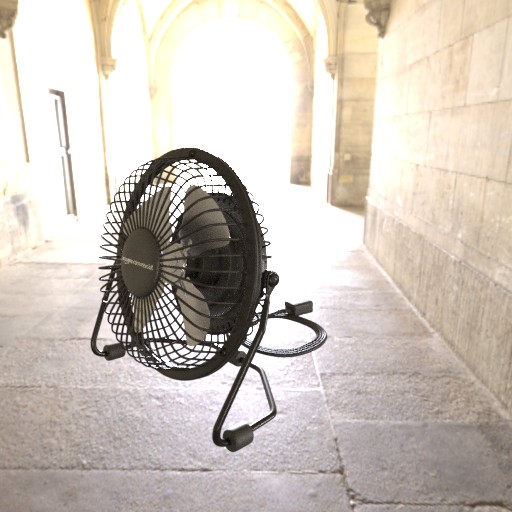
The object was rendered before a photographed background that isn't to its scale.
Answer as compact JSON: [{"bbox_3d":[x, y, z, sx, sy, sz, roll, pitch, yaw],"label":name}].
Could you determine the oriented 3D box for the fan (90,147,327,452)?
[{"bbox_3d":[0.000,0.000,0.314,0.202,0.152,0.153,-15,21,-43],"label":"fan"}]
